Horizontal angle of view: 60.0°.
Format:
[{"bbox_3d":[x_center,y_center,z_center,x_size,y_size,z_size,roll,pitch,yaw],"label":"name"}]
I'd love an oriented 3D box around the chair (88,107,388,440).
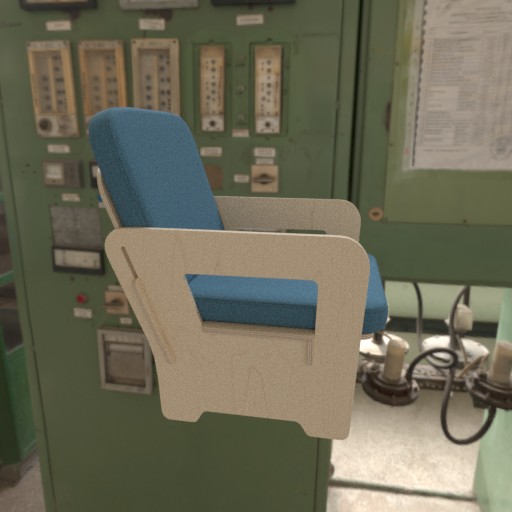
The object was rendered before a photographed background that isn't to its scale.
[{"bbox_3d":[0.000,0.000,1.183,0.657,0.747,0.547,3,16,10],"label":"chair"}]
